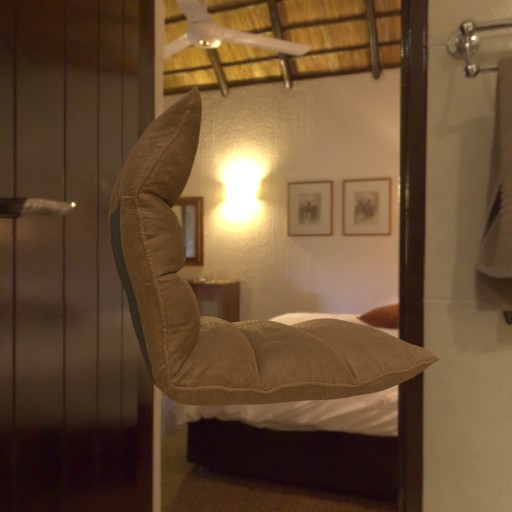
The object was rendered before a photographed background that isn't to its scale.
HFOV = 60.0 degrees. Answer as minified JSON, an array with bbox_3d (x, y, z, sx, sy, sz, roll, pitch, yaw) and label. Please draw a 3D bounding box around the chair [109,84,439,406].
[{"bbox_3d":[0.000,0.000,1.569,0.985,0.892,0.714,0,0,-19],"label":"chair"}]
